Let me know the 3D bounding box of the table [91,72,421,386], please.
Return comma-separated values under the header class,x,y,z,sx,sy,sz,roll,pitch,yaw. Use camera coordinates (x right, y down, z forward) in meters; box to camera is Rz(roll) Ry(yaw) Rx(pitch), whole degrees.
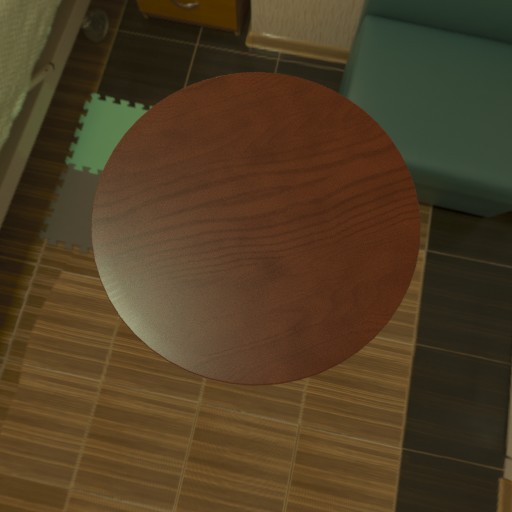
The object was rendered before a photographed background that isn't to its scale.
class,x,y,z,sx,sy,sz,roll,pitch,yaw
table,0.000,0.000,1.099,0.597,0.612,0.597,0,76,0
